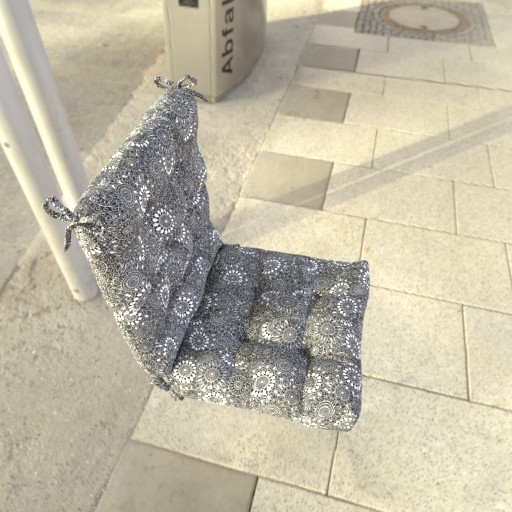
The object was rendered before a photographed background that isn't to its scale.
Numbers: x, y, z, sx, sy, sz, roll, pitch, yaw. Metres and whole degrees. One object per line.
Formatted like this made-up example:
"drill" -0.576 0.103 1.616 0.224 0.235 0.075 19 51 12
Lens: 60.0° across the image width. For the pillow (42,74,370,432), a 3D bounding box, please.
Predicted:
"pillow" 0.000 0.000 0.994 0.571 0.605 0.519 9 47 9
